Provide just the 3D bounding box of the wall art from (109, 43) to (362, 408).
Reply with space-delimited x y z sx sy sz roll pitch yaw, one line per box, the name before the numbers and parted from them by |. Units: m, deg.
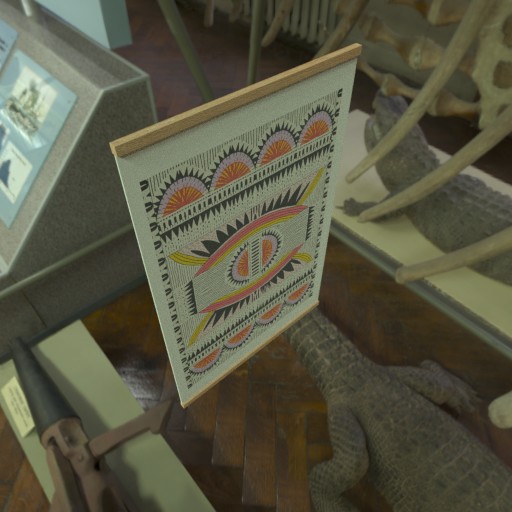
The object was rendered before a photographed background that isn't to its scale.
wall art | 0.000 0.000 1.934 0.999 1.533 0.028 -33 55 -27
